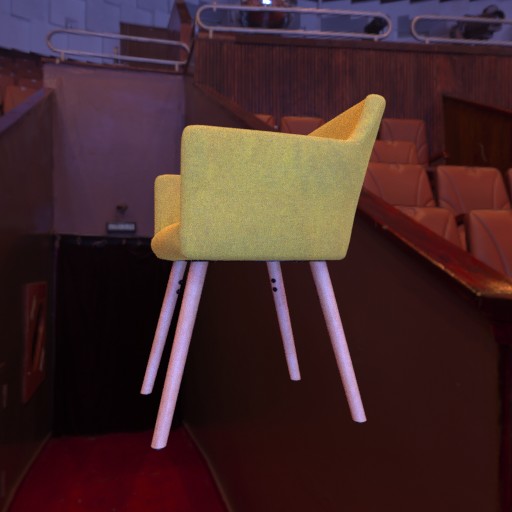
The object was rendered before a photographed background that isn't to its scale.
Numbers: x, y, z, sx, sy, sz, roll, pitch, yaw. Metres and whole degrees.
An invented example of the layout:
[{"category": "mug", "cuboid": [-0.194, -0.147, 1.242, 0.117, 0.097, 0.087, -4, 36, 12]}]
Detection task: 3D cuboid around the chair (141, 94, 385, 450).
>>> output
[{"category": "chair", "cuboid": [0.000, 0.000, 1.166, 0.570, 0.780, 0.570, 0, 0, -18]}]
